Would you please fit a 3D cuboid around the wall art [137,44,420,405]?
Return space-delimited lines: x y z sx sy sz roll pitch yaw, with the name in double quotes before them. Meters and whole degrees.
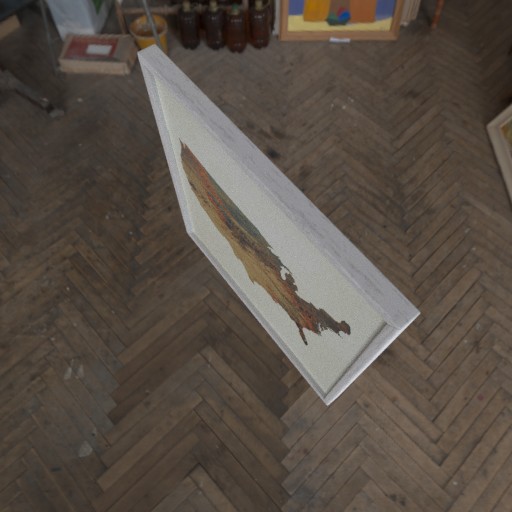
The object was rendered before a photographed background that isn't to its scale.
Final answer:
"wall art" 0.000 0.000 1.927 0.078 1.288 1.287 -35 68 -16
